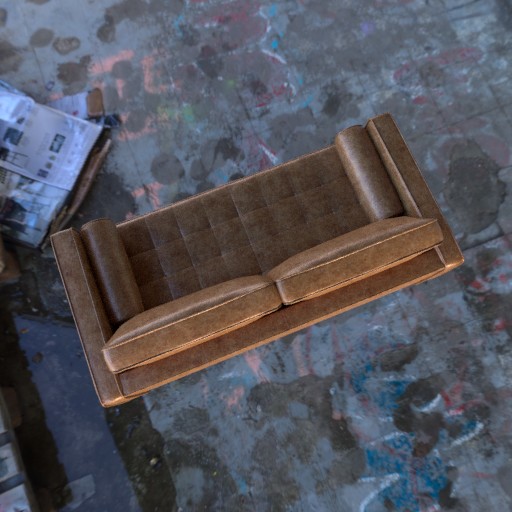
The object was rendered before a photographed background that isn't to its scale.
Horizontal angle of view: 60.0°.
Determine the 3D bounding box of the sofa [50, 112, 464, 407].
[{"bbox_3d":[0.000,0.000,2.414,1.920,0.825,0.924,-21,78,-5],"label":"sofa"}]
